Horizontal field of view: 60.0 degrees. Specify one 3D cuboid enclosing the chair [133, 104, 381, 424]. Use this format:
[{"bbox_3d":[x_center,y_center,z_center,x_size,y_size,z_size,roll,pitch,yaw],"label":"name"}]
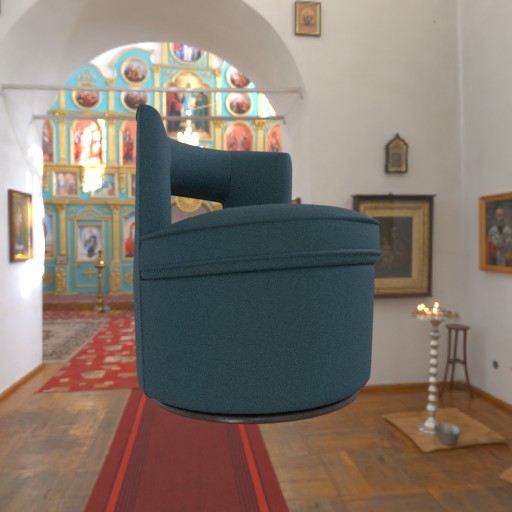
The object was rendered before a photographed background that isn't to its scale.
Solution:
[{"bbox_3d":[0.000,0.000,1.215,0.660,0.711,0.684,0,0,37],"label":"chair"}]
